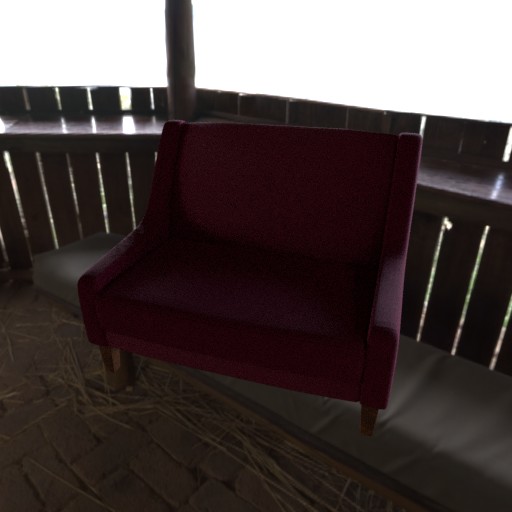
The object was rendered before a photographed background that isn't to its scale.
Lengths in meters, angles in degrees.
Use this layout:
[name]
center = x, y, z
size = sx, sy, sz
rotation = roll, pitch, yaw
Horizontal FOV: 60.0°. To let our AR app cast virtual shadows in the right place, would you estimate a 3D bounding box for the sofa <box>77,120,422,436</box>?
[sofa]
center = 0.000, 0.000, 1.930
size = 1.242, 0.976, 0.946
rotation = 8, 27, 16
